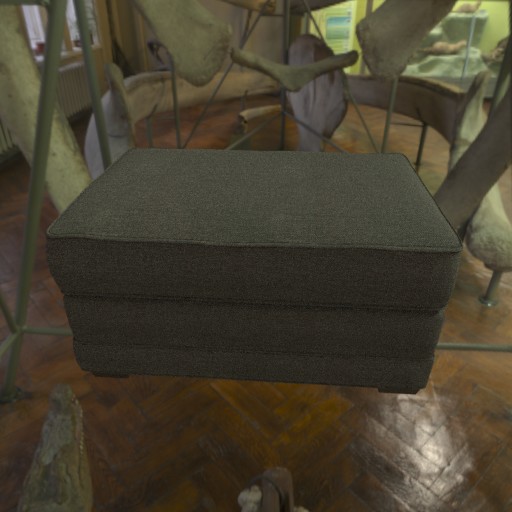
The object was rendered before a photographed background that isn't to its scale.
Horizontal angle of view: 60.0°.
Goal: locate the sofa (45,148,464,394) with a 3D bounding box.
[{"bbox_3d":[0.000,0.000,1.204,0.854,0.457,0.578,2,31,4],"label":"sofa"}]
